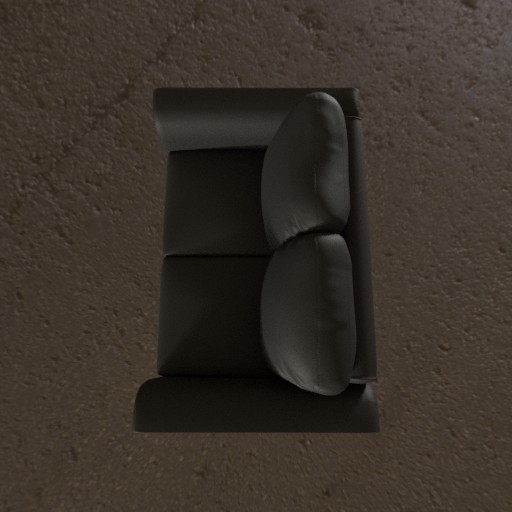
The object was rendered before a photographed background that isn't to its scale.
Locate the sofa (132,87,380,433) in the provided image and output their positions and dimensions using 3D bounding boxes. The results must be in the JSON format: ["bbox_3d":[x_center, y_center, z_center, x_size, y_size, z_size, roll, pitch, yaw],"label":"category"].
[{"bbox_3d":[0.000,0.000,1.913,0.887,0.845,1.386,0,76,0],"label":"sofa"}]
